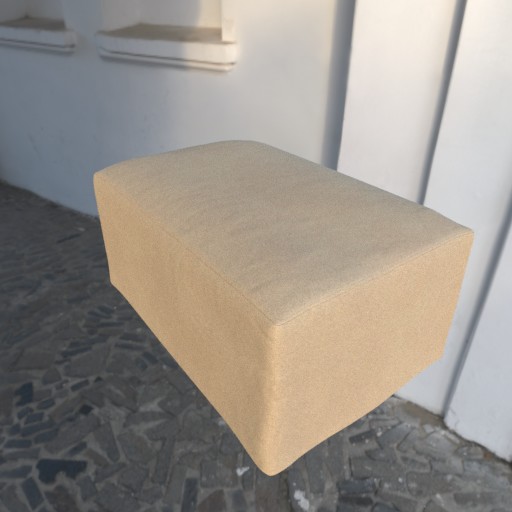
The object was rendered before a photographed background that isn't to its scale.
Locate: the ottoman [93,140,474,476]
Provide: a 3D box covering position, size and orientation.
[{"bbox_3d":[0.000,0.000,1.195,0.590,0.444,0.872,-21,37,-31],"label":"ottoman"}]
